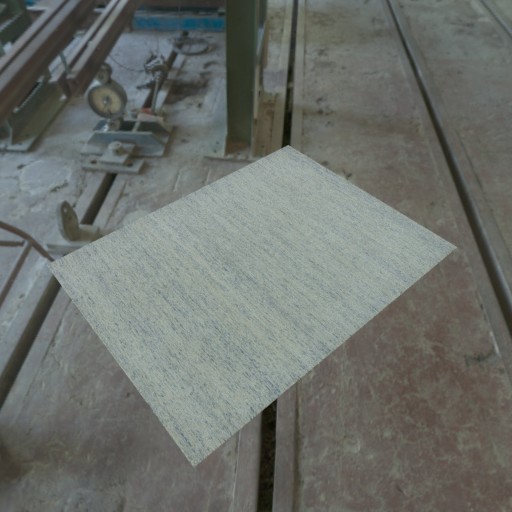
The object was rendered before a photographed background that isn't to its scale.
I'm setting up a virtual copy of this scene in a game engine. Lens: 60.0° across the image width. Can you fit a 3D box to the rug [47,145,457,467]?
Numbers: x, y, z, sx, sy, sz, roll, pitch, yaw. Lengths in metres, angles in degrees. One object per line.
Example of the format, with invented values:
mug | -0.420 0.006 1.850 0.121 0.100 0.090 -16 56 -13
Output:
rug | 0.000 0.000 4.338 3.197 0.006 2.438 -32 54 -27
